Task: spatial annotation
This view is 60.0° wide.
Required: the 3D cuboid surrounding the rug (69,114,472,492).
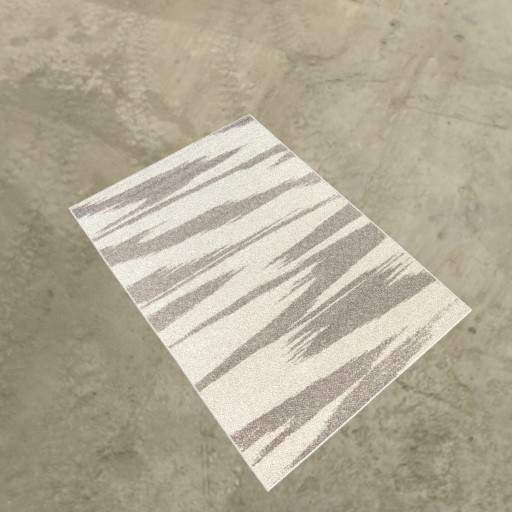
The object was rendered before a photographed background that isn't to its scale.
[{"bbox_3d":[0.000,0.000,2.774,1.533,0.010,2.142,-33,64,-19],"label":"rug"}]
